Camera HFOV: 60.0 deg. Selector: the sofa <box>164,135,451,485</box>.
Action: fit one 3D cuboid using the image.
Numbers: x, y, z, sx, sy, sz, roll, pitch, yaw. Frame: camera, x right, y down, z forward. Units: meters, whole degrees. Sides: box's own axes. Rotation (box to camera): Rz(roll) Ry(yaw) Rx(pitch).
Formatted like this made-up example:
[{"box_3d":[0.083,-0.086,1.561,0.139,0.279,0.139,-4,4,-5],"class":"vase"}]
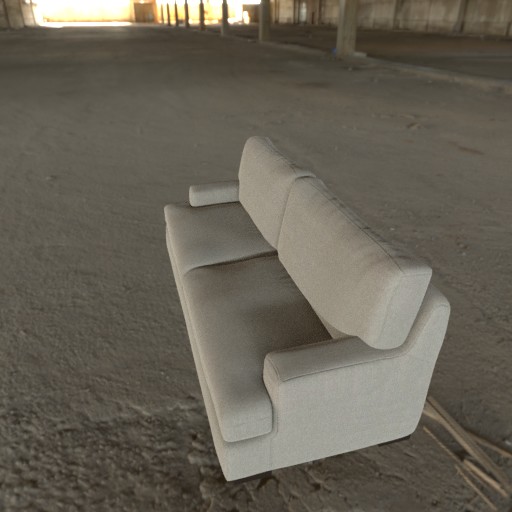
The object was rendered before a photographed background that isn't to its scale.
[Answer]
[{"box_3d":[0.000,0.000,2.769,0.962,0.980,2.354,-8,30,-14],"class":"sofa"}]
